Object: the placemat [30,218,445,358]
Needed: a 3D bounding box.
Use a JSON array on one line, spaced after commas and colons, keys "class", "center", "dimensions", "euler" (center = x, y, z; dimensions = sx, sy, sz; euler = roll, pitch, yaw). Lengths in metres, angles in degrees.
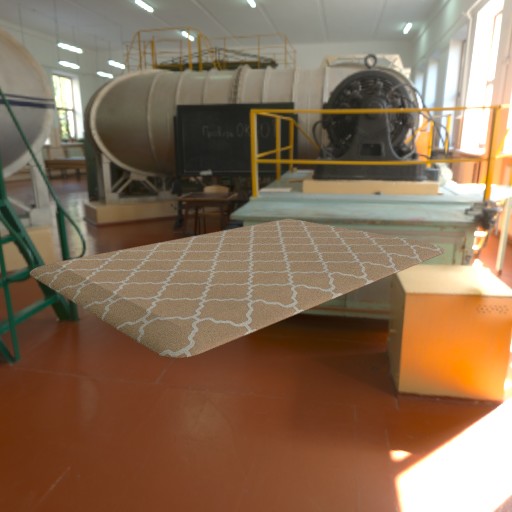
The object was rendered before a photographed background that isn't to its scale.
[{"class": "placemat", "center": [0.000, 0.000, 0.939], "dimensions": [0.762, 0.021, 0.508], "euler": [-14, 21, -42]}]
